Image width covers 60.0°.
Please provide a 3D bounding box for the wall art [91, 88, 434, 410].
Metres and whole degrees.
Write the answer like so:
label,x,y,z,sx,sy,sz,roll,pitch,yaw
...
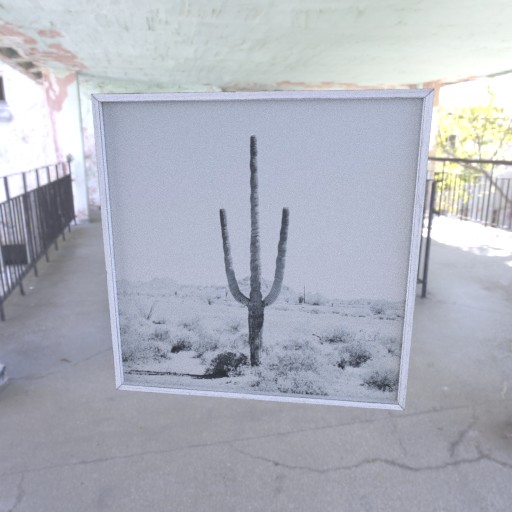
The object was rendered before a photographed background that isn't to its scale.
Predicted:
label,x,y,z,sx,sy,sz,roll,pitch,yaw
wall art,0.000,0.000,0.731,0.508,0.508,0.038,2,14,7
